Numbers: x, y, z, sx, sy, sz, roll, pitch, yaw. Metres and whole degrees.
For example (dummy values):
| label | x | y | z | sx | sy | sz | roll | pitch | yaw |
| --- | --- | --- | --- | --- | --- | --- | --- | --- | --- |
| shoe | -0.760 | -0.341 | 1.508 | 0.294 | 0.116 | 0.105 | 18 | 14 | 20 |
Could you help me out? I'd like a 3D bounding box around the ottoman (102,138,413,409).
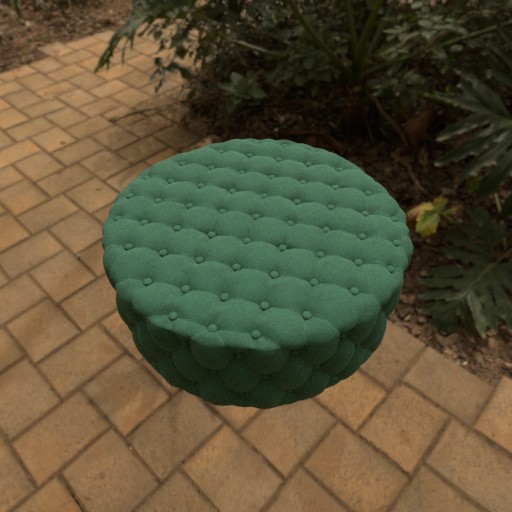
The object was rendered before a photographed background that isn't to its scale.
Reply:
| label | x | y | z | sx | sy | sz | roll | pitch | yaw |
| --- | --- | --- | --- | --- | --- | --- | --- | --- | --- |
| ottoman | 0.000 | 0.000 | 1.559 | 0.998 | 0.399 | 0.998 | 0 | 46 | 0 |
